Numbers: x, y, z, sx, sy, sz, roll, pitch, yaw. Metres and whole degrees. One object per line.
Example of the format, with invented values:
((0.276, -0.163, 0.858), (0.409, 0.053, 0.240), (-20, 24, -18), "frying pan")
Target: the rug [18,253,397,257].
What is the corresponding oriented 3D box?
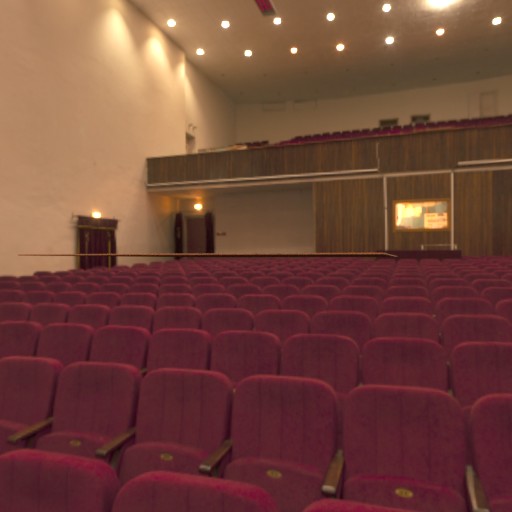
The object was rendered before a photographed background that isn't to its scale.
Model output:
((0.000, 0.000, 4.092), (2.440, 0.008, 3.036), (0, 0, 19), "rug")
